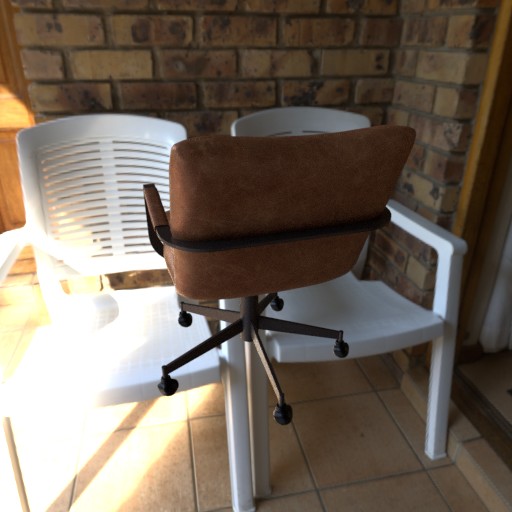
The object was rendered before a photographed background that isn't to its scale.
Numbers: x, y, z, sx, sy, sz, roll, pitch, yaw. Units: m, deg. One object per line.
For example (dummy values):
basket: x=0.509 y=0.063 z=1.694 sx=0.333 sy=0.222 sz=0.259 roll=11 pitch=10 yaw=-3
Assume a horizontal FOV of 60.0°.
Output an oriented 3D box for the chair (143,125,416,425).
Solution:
chair: x=0.000 y=0.000 z=1.450 sx=0.727 sy=0.922 sz=0.754 roll=-8 pitch=27 yaw=-16
